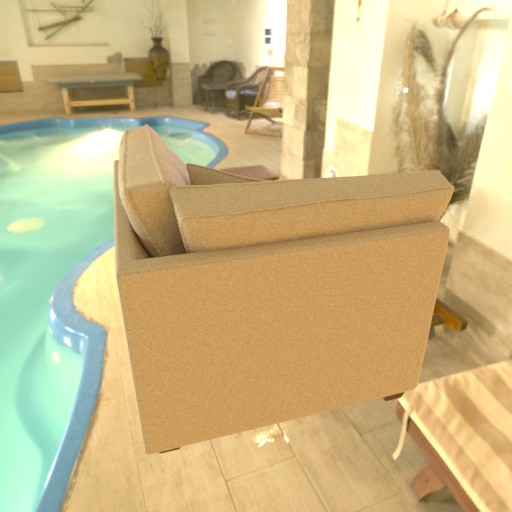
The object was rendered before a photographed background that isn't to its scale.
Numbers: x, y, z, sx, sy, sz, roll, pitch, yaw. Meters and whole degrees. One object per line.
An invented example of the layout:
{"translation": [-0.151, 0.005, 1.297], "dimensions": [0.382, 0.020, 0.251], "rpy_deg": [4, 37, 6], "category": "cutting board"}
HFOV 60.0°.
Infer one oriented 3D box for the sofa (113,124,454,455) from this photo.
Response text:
{"translation": [0.000, 0.000, 1.827], "dimensions": [1.050, 0.937, 1.042], "rpy_deg": [-7, 28, -14], "category": "sofa"}
